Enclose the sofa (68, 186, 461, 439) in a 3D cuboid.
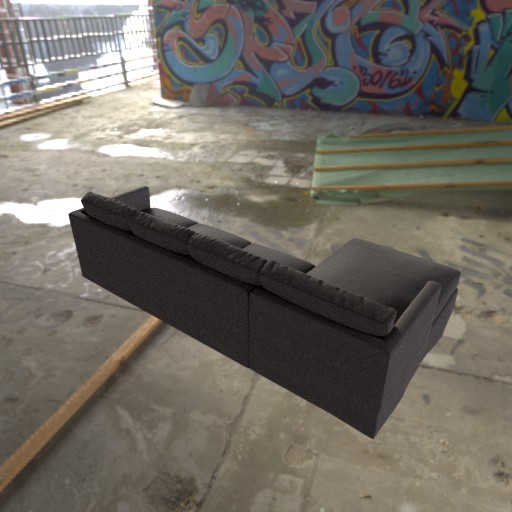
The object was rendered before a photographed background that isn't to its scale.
[{"bbox_3d":[0.000,0.000,3.997,3.205,0.922,1.650,21,36,32],"label":"sofa"}]
